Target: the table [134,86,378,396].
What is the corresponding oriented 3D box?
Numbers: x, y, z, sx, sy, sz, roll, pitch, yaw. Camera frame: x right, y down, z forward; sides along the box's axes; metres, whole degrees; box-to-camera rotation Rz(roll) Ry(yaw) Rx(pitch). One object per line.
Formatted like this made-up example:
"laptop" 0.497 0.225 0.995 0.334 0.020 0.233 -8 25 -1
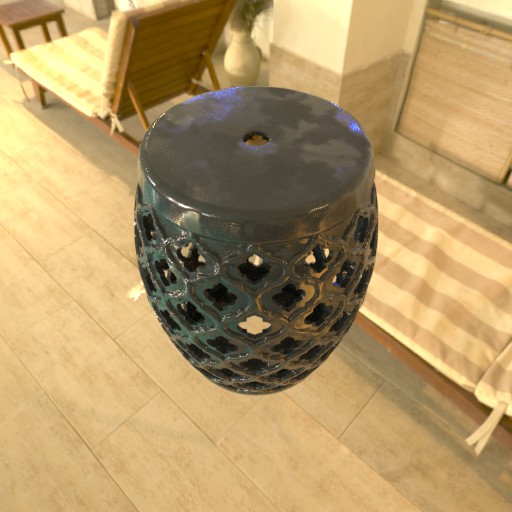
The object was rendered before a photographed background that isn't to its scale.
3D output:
"table" 0.000 0.000 0.637 0.325 0.388 0.325 0 47 0
